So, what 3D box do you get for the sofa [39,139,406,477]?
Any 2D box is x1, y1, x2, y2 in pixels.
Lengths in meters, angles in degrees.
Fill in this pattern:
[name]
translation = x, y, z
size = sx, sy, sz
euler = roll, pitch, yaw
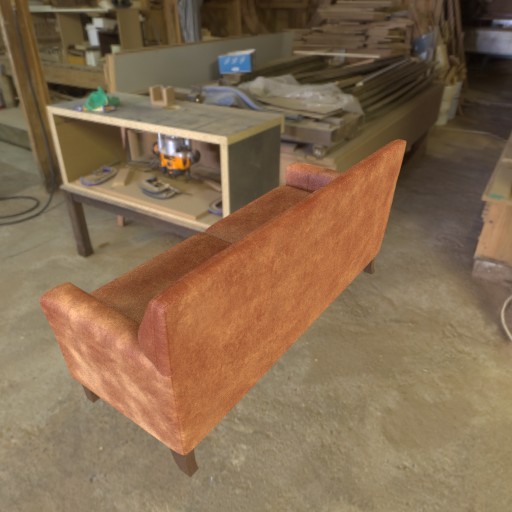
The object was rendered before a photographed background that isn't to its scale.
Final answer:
[sofa]
translation = 0.000, 0.000, 2.427
size = 0.805, 0.947, 2.053
euler = 20, 37, 30
